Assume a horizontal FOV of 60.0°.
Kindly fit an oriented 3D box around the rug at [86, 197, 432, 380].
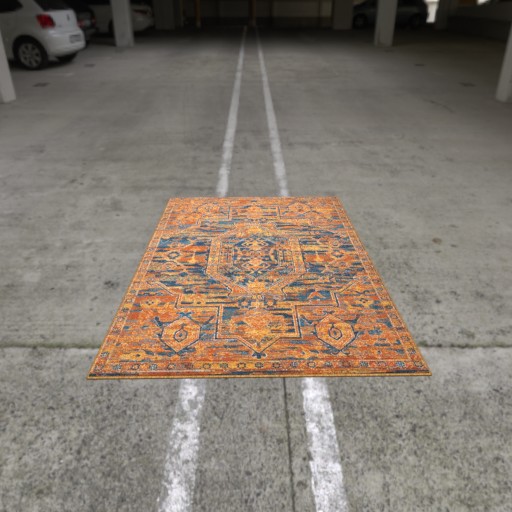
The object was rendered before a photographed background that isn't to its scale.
[{"bbox_3d":[0.000,0.000,2.246,1.148,0.013,1.758,0,27,-1],"label":"rug"}]
